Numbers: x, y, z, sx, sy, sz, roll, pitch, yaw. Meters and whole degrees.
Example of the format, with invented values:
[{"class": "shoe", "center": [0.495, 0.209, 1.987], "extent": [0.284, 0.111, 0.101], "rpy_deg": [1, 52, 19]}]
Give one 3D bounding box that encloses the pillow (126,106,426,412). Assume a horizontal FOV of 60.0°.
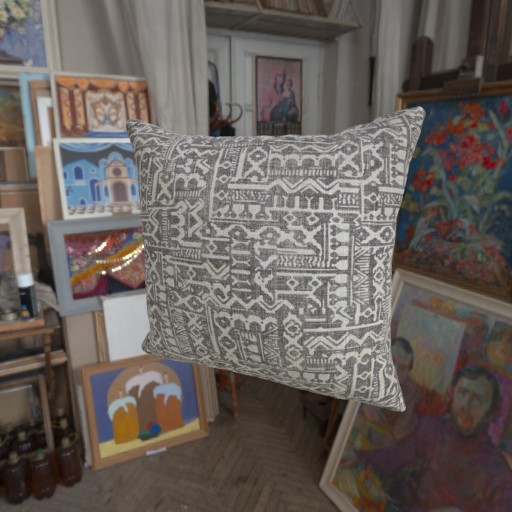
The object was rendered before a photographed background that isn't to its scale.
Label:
[{"class": "pillow", "center": [0.000, 0.000, 0.789], "extent": [0.546, 0.487, 0.180], "rpy_deg": [7, 15, 25]}]
